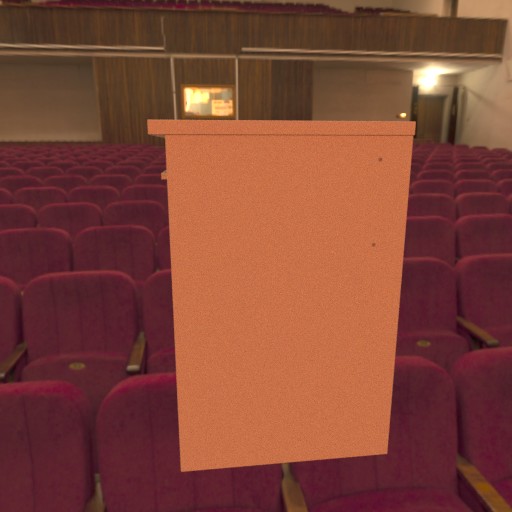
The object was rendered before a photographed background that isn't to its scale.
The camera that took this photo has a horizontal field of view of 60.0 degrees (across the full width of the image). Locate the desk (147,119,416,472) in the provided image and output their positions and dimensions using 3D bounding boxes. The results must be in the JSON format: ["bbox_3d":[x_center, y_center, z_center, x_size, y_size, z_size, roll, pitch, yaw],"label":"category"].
[{"bbox_3d":[0.000,0.000,1.329,0.498,0.729,0.900,-2,14,-7],"label":"desk"}]
